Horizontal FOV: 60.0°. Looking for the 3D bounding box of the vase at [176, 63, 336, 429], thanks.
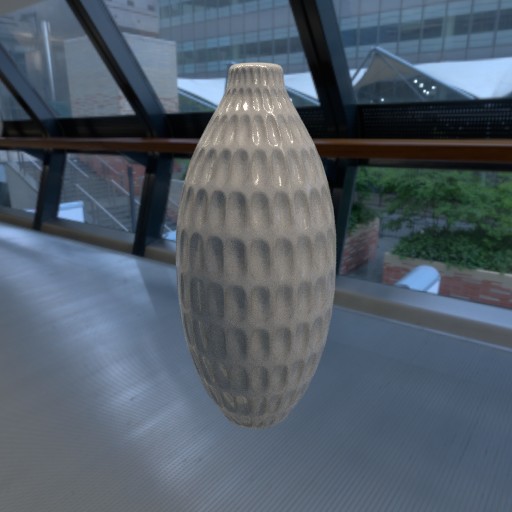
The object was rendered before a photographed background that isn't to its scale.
[{"bbox_3d":[0.000,0.000,0.355,0.127,0.282,0.127,0,17,0],"label":"vase"}]
